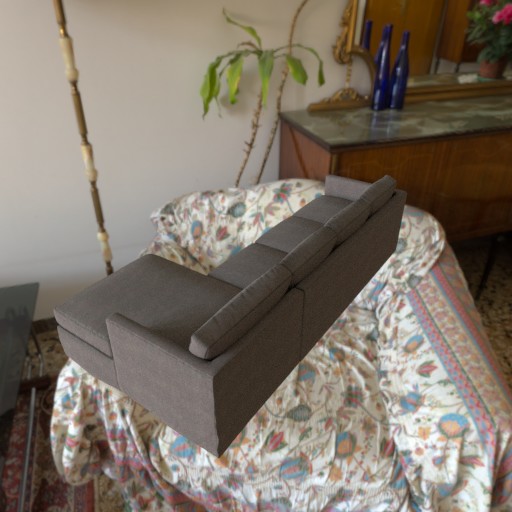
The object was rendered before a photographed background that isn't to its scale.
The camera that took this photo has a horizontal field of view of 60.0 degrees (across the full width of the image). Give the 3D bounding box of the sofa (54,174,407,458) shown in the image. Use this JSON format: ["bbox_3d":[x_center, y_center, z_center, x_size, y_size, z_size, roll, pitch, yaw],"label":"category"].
[{"bbox_3d":[0.000,0.000,4.070,1.650,0.922,3.205,20,37,29],"label":"sofa"}]
